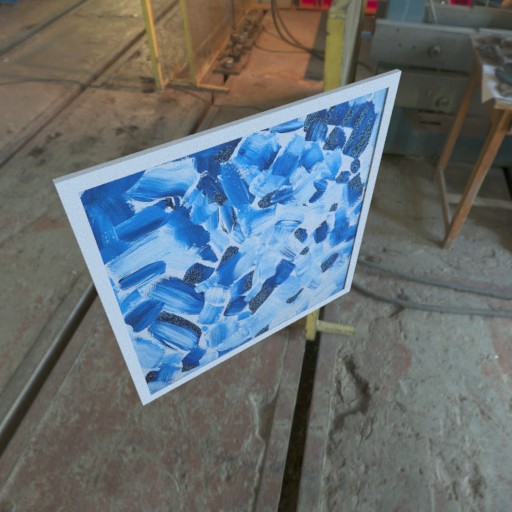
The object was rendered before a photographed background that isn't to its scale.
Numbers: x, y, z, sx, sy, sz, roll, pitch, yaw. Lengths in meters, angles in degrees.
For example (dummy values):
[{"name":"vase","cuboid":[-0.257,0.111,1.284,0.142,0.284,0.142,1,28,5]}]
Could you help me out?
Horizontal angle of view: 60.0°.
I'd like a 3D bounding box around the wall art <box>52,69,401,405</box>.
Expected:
[{"name":"wall art","cuboid":[0.000,0.000,1.190,0.812,0.812,0.015,-25,51,-22]}]
